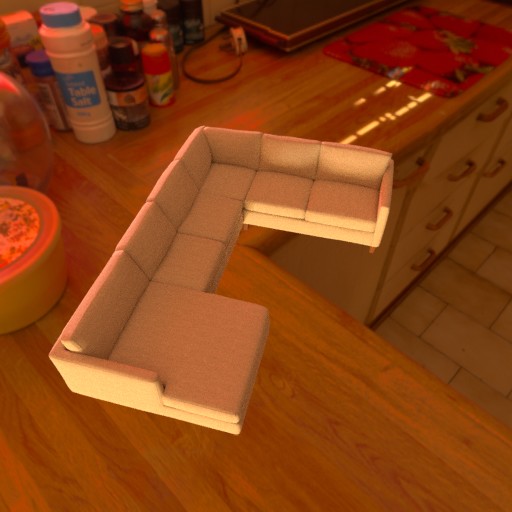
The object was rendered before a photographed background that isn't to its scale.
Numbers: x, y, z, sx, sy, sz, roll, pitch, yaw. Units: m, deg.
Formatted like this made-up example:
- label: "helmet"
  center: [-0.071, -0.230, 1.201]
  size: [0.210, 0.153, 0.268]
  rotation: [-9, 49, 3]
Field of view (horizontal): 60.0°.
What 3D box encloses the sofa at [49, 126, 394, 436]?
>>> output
- label: "sofa"
  center: [0.000, 0.000, 4.618]
  size: [2.594, 0.961, 3.460]
  rotation: [11, 48, 10]
